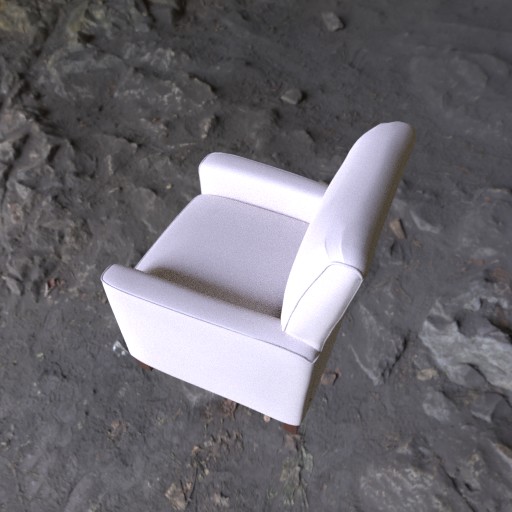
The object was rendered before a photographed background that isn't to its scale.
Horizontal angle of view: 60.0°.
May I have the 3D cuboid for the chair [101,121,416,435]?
[{"bbox_3d":[0.000,0.000,1.680,0.858,1.028,0.841,18,50,16],"label":"chair"}]
